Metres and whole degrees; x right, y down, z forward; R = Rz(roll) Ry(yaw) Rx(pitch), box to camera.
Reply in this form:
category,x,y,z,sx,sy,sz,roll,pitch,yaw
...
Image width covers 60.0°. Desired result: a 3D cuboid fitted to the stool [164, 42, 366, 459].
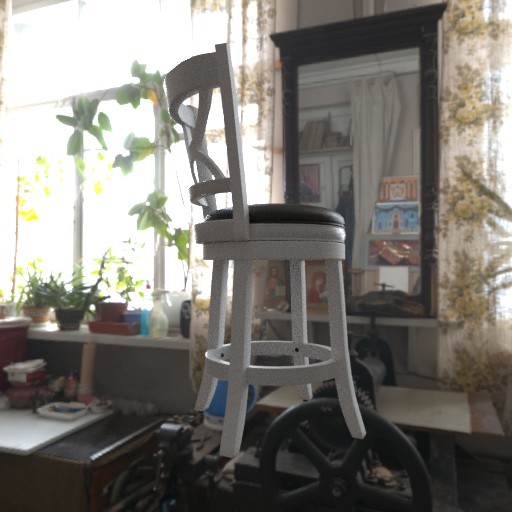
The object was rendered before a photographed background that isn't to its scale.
category,x,y,z,sx,sy,sz,roll,pitch,yaw
stool,0.000,0.000,1.243,0.508,0.953,0.444,0,-1,-18
